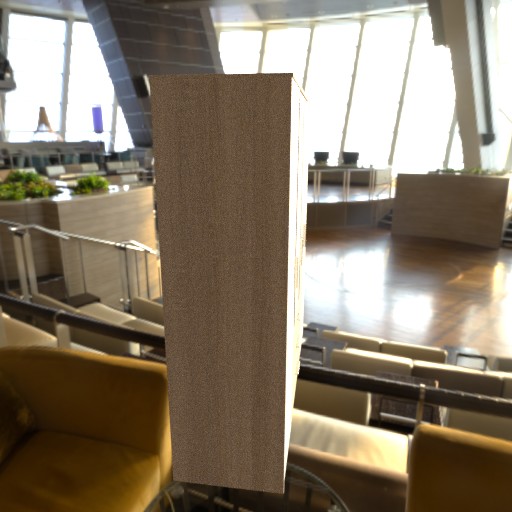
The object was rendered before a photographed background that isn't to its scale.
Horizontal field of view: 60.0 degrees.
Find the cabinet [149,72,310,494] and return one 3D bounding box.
[{"bbox_3d":[0.000,0.000,2.983,0.620,2.060,1.870,2,16,9],"label":"cabinet"}]
